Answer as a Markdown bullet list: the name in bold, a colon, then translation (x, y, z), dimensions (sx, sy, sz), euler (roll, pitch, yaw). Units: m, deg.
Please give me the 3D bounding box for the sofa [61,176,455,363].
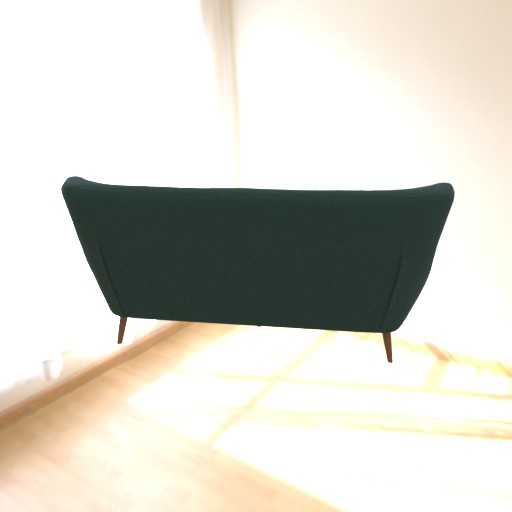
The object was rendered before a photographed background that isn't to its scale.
- **sofa**: translation (0.000, 0.000, 2.413), dimensions (1.930, 0.890, 0.889), euler (2, 17, 7)
